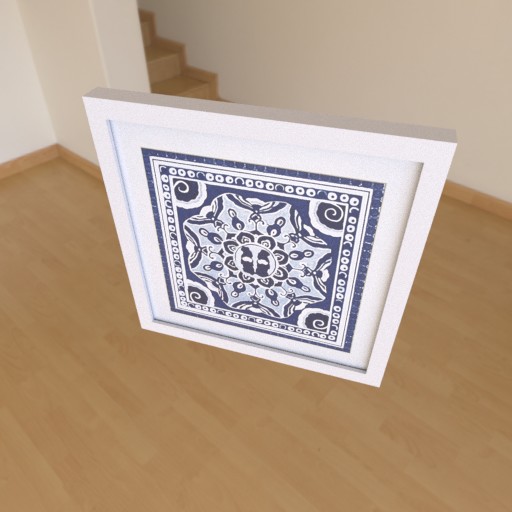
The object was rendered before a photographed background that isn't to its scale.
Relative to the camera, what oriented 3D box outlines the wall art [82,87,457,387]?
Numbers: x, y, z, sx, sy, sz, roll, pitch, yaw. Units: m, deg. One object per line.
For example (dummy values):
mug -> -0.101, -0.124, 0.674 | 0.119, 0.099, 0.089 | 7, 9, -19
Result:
wall art -> 0.000, 0.000, 0.529 | 0.355, 0.355, 0.027 | 11, 42, 13
